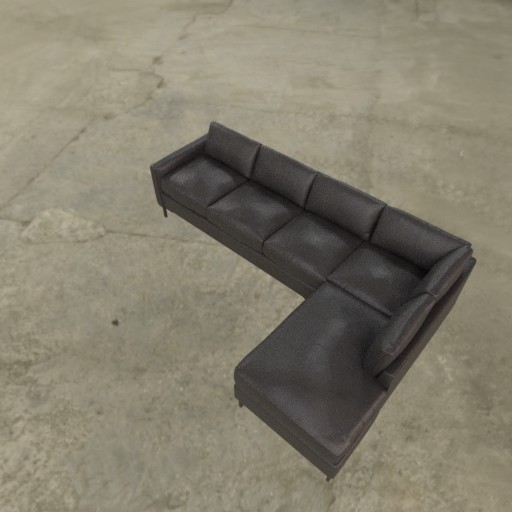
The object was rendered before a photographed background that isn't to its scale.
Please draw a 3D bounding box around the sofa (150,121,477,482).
[{"bbox_3d":[0.000,0.000,3.777,2.984,0.877,1.938,32,54,27],"label":"sofa"}]
